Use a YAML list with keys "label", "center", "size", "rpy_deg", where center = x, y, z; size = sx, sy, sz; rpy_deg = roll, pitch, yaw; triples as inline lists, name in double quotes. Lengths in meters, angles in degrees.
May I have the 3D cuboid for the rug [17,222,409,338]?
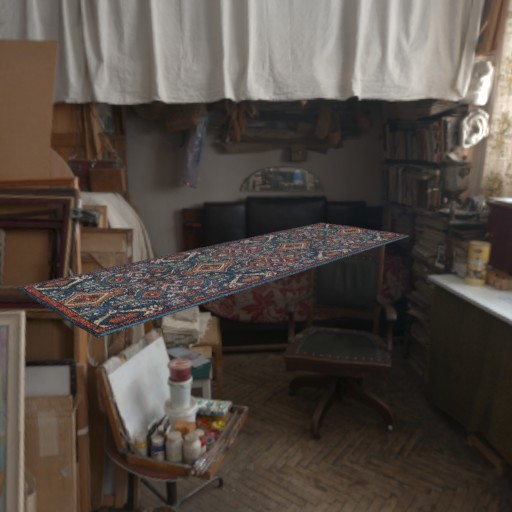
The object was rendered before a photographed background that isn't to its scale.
- label: "rug"
  center: [0.000, 0.000, 2.688]
  size: [0.801, 0.010, 2.459]
  rpy_deg: [13, 19, 42]
